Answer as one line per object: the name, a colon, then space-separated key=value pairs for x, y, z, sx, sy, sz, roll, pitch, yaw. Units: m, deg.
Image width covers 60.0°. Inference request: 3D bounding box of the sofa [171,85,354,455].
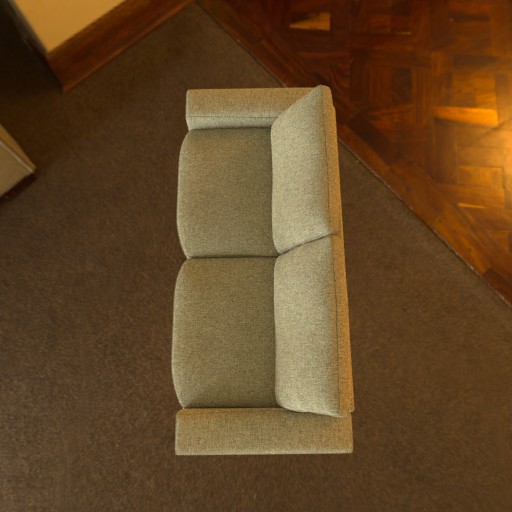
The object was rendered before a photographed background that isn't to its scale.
sofa: x=0.000 y=0.000 z=2.812 sx=1.040 sy=0.922 sz=2.299 roll=-1 pitch=75 yaw=0
